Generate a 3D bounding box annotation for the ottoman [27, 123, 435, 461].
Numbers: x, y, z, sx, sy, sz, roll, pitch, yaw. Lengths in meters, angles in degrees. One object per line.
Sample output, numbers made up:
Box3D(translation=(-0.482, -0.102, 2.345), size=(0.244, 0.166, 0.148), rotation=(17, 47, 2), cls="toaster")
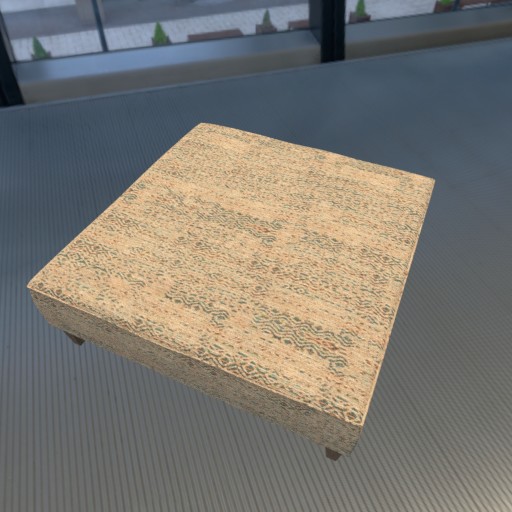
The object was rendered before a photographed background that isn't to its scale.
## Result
Box3D(translation=(0.000, 0.000, 1.509), size=(0.968, 0.356, 1.004), rotation=(18, 49, 17), cls="ottoman")
